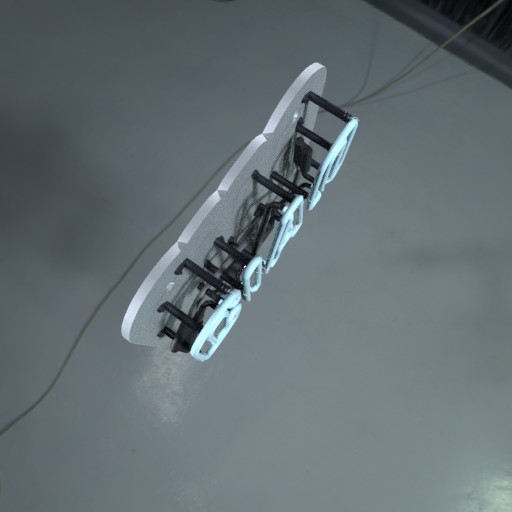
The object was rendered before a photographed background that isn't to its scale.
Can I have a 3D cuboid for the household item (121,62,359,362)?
[{"bbox_3d":[0.000,0.000,0.384,0.042,0.294,0.211,34,79,7],"label":"household item"}]
